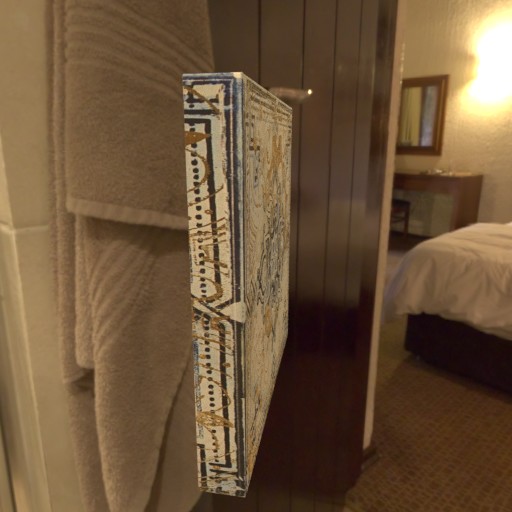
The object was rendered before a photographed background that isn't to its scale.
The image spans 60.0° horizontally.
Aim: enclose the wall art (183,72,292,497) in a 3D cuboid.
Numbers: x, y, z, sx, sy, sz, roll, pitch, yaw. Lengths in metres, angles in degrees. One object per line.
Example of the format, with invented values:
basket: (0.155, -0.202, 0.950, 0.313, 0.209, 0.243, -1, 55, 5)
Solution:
wall art: (0.000, 0.000, 0.450, 0.038, 0.306, 0.302, 3, 15, 10)
